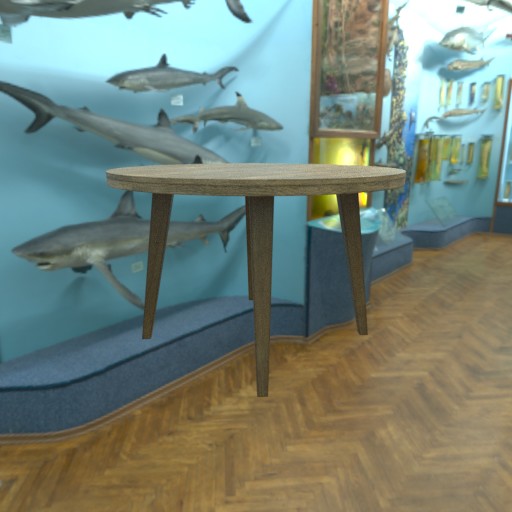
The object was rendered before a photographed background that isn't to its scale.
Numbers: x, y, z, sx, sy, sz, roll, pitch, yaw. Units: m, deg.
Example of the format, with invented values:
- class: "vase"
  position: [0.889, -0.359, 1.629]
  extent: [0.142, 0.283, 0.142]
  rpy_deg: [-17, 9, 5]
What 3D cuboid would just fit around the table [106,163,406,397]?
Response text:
- class: "table"
  position: [0.000, 0.000, 1.977]
  extent: [1.213, 0.764, 1.213]
  rpy_deg: [0, 14, 0]
